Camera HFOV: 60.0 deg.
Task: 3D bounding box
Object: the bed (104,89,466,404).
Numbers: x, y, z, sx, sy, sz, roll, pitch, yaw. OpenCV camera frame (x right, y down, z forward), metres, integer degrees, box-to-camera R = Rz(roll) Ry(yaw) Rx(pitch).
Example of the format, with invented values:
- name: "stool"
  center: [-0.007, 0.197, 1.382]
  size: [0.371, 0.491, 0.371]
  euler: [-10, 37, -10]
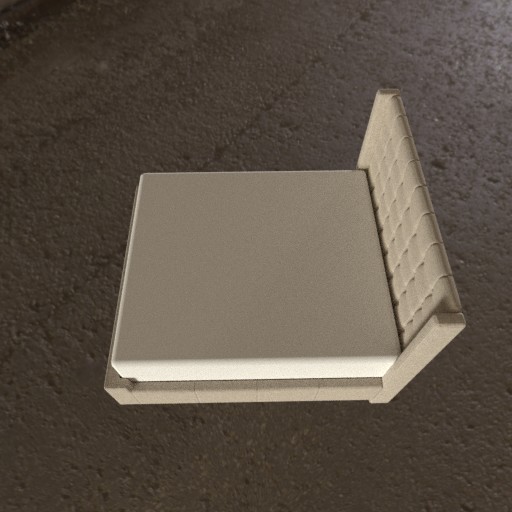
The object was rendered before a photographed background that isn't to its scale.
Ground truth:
- name: "bed"
  center: [0.000, 0.000, 3.724]
  size: [2.370, 1.743, 2.045]
  euler: [-1, 58, -1]
